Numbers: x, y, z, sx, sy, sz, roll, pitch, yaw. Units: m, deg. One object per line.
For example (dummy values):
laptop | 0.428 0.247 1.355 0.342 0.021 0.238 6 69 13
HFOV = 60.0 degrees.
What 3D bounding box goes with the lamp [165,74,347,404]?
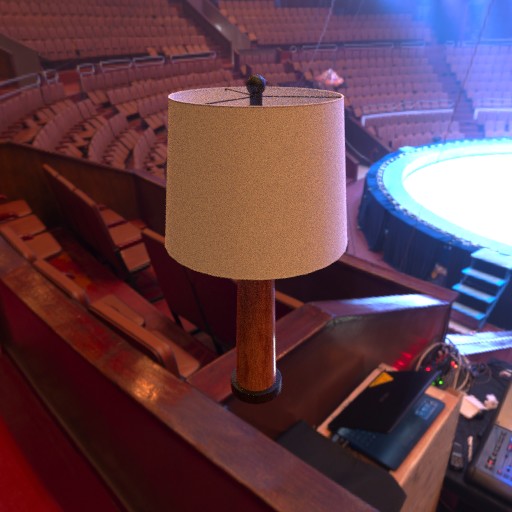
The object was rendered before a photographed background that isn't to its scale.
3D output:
lamp | 0.000 0.000 0.878 0.349 0.667 0.349 0 26 0
